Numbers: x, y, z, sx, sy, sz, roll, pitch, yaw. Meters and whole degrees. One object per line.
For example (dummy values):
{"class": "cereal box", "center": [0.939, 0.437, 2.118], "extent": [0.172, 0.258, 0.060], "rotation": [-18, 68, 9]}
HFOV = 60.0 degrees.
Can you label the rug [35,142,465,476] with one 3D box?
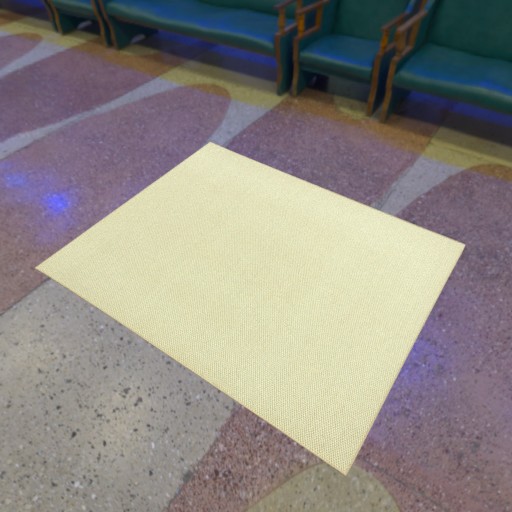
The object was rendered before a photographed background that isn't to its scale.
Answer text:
{"class": "rug", "center": [0.000, 0.000, 4.007], "extent": [3.039, 0.018, 2.462], "rotation": [27, 52, 23]}
